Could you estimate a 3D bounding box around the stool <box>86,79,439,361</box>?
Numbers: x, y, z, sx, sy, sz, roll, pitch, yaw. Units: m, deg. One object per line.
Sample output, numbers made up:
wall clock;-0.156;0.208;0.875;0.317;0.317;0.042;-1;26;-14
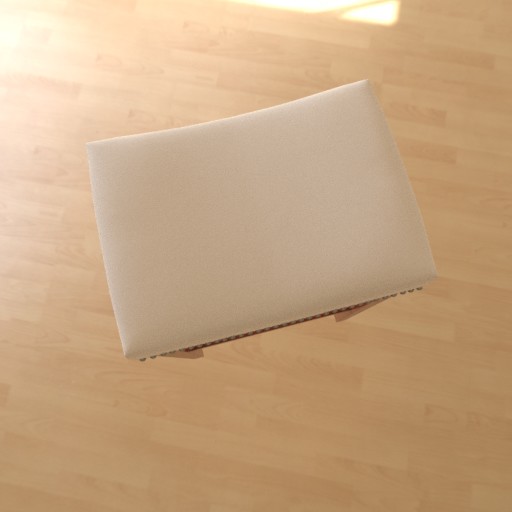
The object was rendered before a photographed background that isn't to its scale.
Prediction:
stool;0.000;0.000;1.036;0.504;0.742;0.372;-14;77;-3
